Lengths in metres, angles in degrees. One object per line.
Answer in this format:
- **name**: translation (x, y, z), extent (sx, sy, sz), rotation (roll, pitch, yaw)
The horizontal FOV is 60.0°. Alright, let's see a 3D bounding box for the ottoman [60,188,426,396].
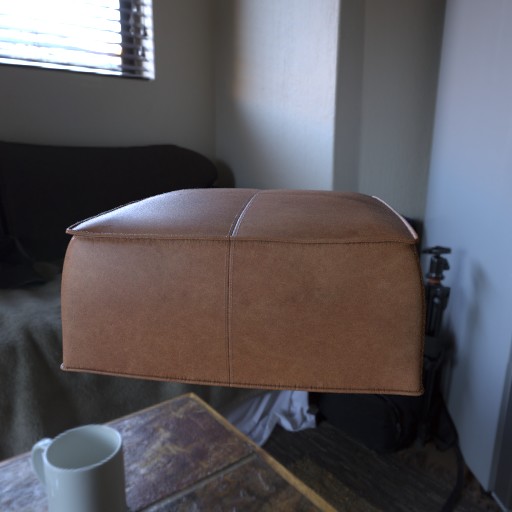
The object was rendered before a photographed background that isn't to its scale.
- **ottoman**: translation (0.000, 0.000, 1.392), extent (0.902, 0.395, 0.901), rotation (2, 15, 7)
